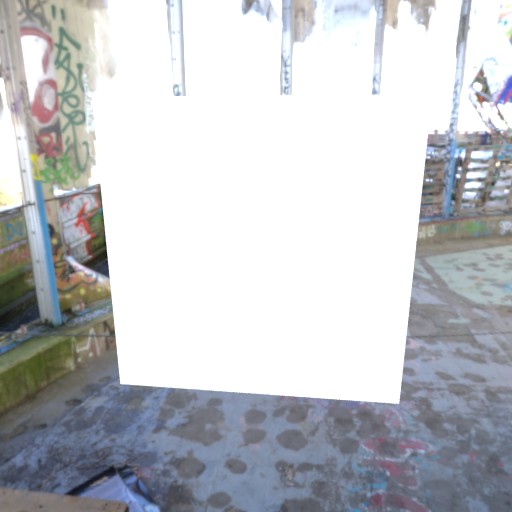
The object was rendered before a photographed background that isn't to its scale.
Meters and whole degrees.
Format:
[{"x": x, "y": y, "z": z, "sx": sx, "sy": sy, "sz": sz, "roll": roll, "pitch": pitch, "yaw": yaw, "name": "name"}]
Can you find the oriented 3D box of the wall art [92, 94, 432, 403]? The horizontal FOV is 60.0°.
[{"x": 0.000, "y": 0.000, "z": 0.523, "sx": 0.355, "sy": 0.355, "sz": 0.027, "roll": 2, "pitch": 17, "yaw": 7, "name": "wall art"}]
